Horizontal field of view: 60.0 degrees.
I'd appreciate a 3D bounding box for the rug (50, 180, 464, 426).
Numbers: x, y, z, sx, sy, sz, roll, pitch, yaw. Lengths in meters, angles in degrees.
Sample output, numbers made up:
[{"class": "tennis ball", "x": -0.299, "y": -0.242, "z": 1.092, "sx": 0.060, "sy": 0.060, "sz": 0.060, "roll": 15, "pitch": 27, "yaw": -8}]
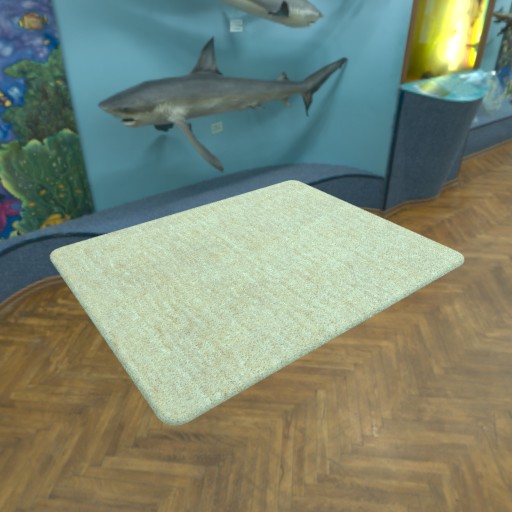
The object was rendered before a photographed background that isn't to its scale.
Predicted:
[{"class": "rug", "x": 0.000, "y": 0.000, "z": 3.382, "sx": 2.528, "sy": 0.048, "sz": 2.009, "roll": -21, "pitch": 37, "yaw": -31}]
